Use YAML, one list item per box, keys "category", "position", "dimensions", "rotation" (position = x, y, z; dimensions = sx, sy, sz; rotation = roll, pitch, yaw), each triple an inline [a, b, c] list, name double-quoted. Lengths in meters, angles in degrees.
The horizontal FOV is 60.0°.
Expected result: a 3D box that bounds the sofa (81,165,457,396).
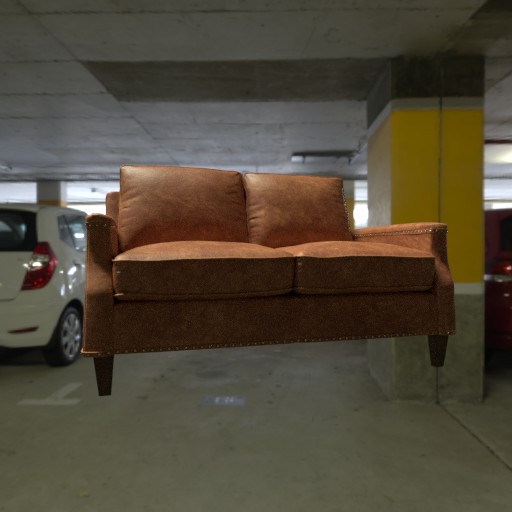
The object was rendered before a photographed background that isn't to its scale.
- category: "sofa"
  position: [0.000, 0.000, 2.273]
  dimensions: [1.597, 1.003, 1.084]
  rotation: [0, 0, -17]
